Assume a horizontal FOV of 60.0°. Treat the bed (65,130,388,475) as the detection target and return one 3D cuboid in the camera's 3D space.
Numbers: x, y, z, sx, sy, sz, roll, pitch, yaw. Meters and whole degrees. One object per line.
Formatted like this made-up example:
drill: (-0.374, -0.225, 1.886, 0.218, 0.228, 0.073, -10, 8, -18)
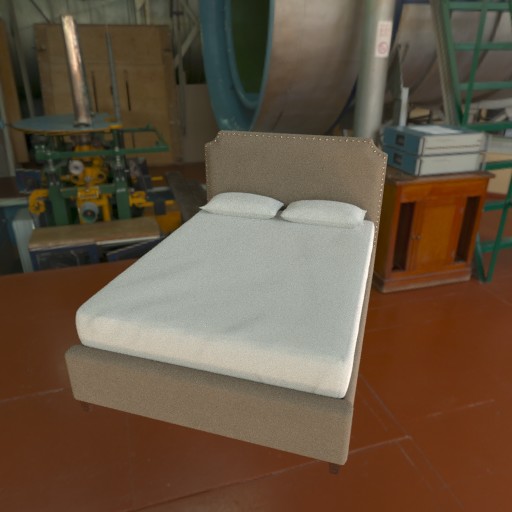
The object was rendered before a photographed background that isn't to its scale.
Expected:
bed: (0.000, 0.000, 3.319, 1.703, 1.415, 2.329, 7, 26, 15)
